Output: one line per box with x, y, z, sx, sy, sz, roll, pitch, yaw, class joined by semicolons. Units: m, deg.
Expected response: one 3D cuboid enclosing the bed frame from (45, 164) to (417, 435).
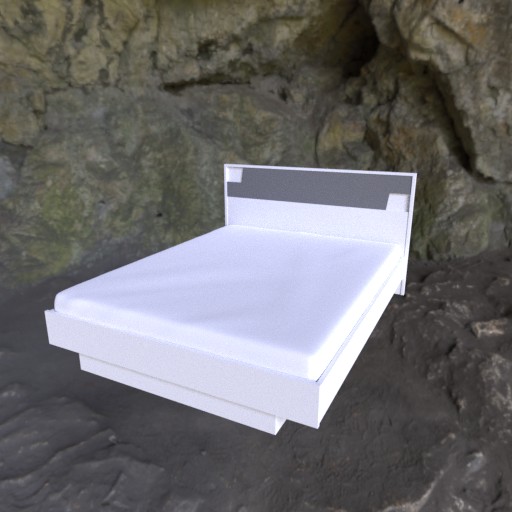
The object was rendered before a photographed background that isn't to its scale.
0.000;0.000;3.039;1.711;1.001;2.100;8;19;26;bed frame
